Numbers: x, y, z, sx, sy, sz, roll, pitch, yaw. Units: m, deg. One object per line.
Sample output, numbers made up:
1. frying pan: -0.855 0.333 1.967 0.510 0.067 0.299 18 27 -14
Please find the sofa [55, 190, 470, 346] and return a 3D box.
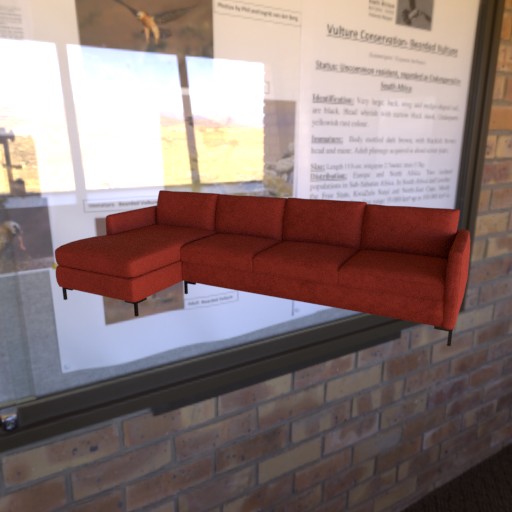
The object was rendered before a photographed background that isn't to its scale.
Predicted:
1. sofa: 0.000 0.000 2.860 2.467 0.663 1.136 8 17 26
